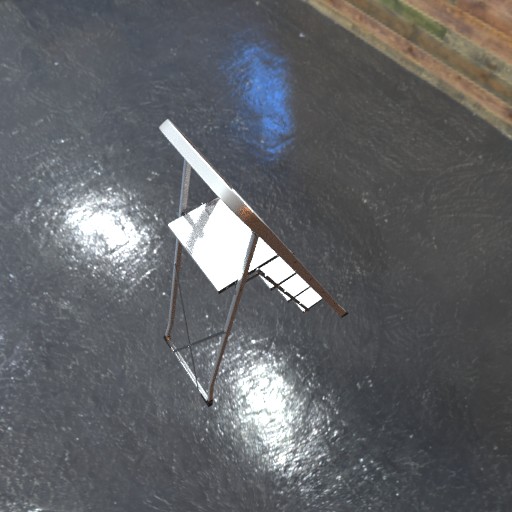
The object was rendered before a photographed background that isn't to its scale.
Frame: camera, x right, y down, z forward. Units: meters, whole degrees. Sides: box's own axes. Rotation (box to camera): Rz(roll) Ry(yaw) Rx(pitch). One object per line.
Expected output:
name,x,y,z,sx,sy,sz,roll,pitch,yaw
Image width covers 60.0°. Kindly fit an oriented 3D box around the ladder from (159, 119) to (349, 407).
ladder,0.000,0.000,1.679,0.830,1.290,0.465,-32,63,-18
